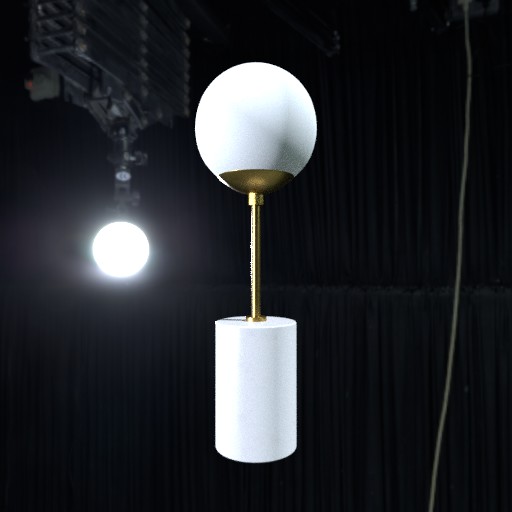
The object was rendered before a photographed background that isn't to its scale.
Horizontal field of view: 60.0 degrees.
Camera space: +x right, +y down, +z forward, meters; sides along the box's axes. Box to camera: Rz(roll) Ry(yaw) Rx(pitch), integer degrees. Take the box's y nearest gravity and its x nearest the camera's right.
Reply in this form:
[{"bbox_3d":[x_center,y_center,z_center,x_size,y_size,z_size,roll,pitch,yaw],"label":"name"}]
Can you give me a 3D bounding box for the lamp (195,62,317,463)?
[{"bbox_3d":[0.000,0.000,0.564,0.153,0.480,0.153,0,-1,0],"label":"lamp"}]
